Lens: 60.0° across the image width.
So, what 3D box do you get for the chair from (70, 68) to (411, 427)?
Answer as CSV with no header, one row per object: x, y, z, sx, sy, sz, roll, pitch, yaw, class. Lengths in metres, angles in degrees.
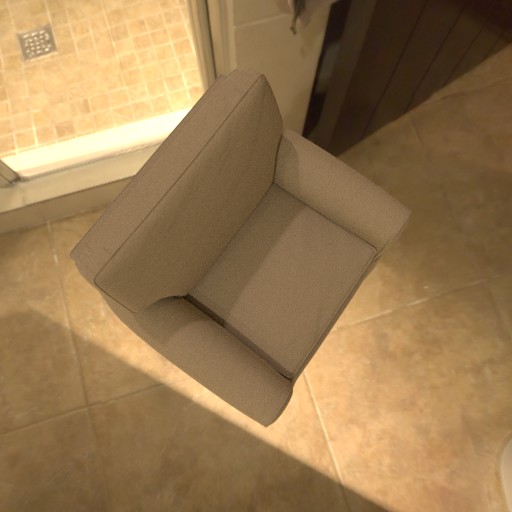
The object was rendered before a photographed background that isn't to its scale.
0.000,0.000,1.938,0.988,1.017,1.135,35,79,8,chair
